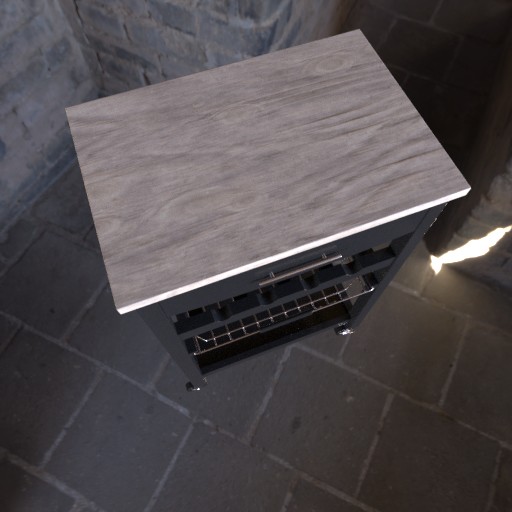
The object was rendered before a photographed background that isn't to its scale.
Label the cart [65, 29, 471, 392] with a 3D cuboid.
[{"bbox_3d":[0.000,0.000,1.118,0.584,0.839,0.403,-19,66,-9],"label":"cart"}]
